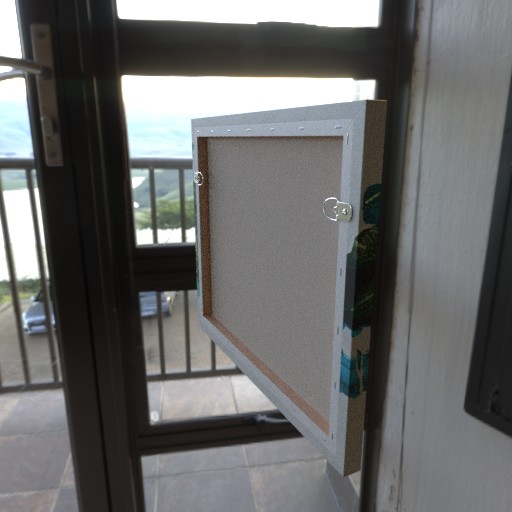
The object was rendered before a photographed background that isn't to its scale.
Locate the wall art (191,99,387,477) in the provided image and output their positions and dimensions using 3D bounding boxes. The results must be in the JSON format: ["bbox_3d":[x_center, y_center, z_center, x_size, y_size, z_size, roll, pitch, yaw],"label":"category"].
[{"bbox_3d":[0.000,0.000,0.988,0.043,0.610,0.711,-8,17,-26],"label":"wall art"}]
